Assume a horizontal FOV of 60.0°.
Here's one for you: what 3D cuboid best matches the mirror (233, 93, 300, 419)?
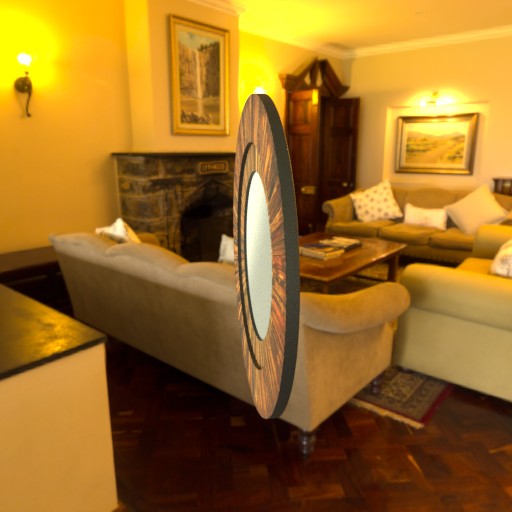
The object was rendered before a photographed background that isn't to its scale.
[{"bbox_3d":[0.000,0.000,1.559,0.036,1.077,1.077,-2,14,-9],"label":"mirror"}]
